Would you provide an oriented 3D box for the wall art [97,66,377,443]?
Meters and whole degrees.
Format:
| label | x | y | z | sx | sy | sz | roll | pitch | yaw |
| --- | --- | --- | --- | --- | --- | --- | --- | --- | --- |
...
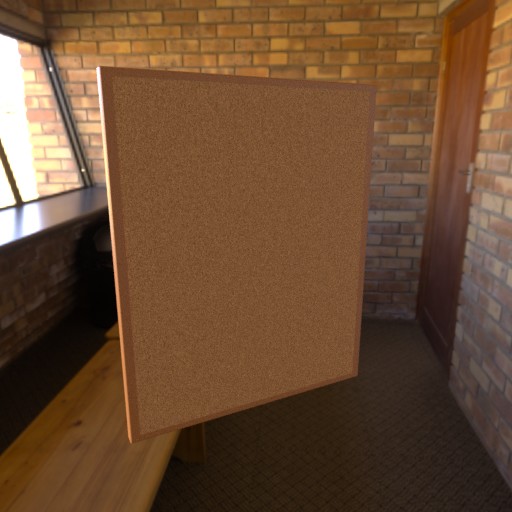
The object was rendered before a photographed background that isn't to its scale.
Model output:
| label | x | y | z | sx | sy | sz | roll | pitch | yaw |
| --- | --- | --- | --- | --- | --- | --- | --- | --- | --- |
| wall art | 0.000 | 0.000 | 0.503 | 0.310 | 0.379 | 0.015 | -8 | 17 | -26 |
